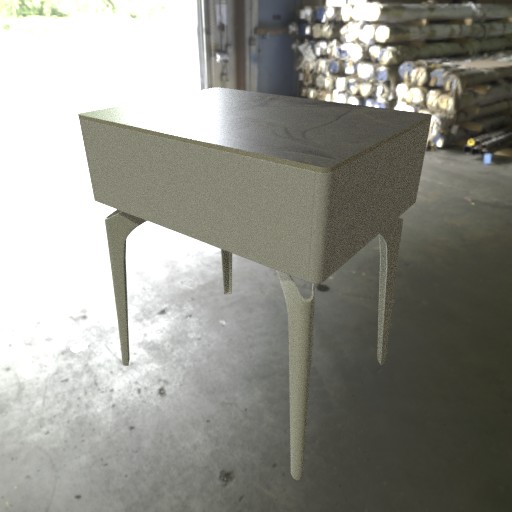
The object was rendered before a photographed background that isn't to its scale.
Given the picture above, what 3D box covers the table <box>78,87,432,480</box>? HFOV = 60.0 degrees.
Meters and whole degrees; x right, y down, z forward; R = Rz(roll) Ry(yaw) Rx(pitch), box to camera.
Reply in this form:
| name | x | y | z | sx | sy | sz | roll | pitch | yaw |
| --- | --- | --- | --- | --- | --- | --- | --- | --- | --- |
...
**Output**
| name | x | y | z | sx | sy | sz | roll | pitch | yaw |
| --- | --- | --- | --- | --- | --- | --- | --- | --- | --- |
| table | 0.000 | 0.000 | 0.913 | 0.500 | 0.570 | 0.400 | 20 | 35 | 32 |
